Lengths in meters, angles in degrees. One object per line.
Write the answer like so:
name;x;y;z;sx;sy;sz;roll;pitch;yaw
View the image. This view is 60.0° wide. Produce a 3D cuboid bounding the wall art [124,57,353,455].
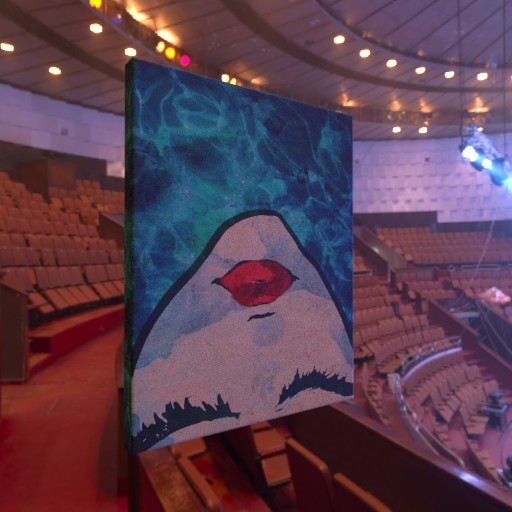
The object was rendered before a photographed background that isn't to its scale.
wall art;0.000;0.000;0.866;0.508;0.635;0.038;0;-1;-35
